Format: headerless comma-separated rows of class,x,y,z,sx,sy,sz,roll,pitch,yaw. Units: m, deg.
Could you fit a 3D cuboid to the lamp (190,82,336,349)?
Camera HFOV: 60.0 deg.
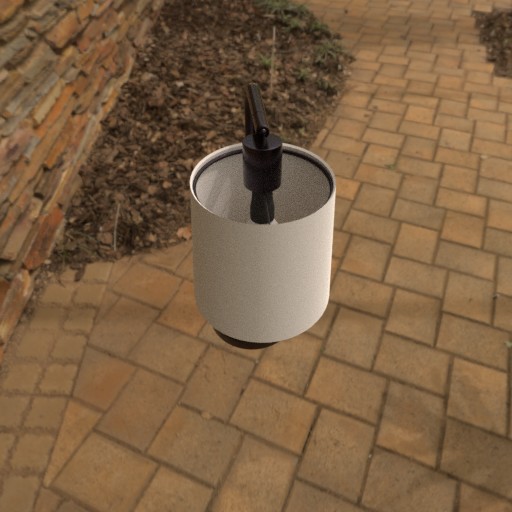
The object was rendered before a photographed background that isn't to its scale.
lamp,0.000,0.000,0.640,0.171,0.489,0.333,-4,45,-4
